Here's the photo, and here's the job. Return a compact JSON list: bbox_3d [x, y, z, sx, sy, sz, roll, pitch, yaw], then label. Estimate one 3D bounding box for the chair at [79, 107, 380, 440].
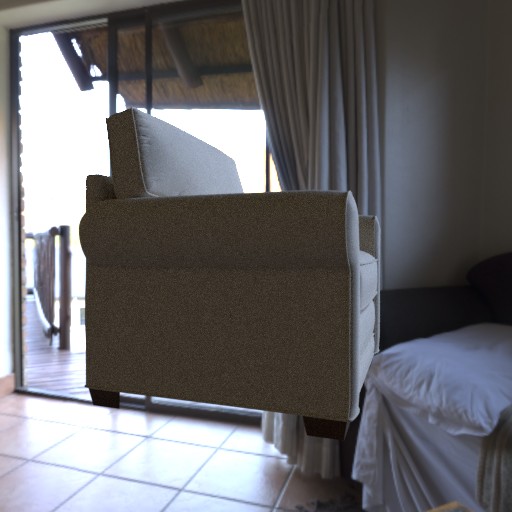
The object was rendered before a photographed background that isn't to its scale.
[{"bbox_3d":[0.000,0.000,1.686,0.863,0.955,1.040,0,1,19],"label":"chair"}]
